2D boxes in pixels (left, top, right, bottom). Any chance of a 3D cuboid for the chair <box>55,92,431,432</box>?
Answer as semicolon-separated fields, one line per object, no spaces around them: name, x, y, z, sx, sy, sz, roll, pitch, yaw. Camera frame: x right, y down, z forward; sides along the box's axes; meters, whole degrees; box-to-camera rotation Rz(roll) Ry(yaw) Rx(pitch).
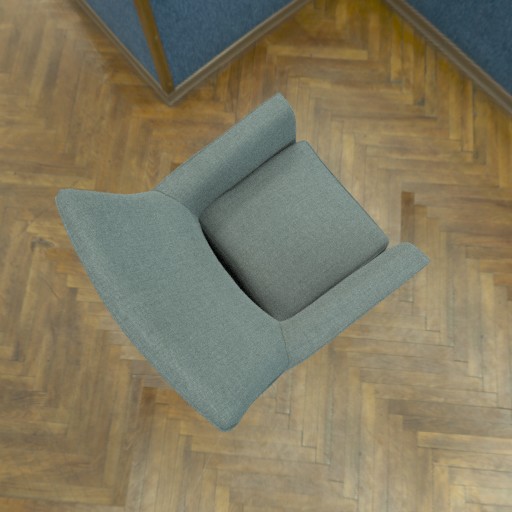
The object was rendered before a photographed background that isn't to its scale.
chair;0.000;0.000;1.793;0.993;1.047;0.887;-37;79;-8
